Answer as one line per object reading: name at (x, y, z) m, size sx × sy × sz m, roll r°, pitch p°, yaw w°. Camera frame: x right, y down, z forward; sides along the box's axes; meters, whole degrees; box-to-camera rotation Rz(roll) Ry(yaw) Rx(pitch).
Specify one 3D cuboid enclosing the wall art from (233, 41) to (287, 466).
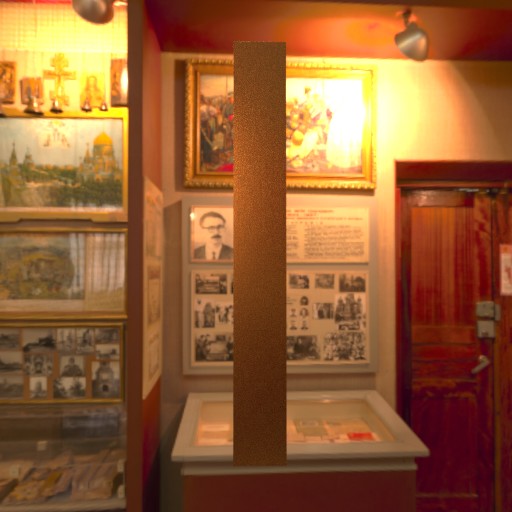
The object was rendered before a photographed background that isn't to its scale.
wall art at (0.000, 0.000, 0.470) m, size 0.038 × 0.304 × 0.304 m, roll 0°, pitch -1°, yaw -1°
